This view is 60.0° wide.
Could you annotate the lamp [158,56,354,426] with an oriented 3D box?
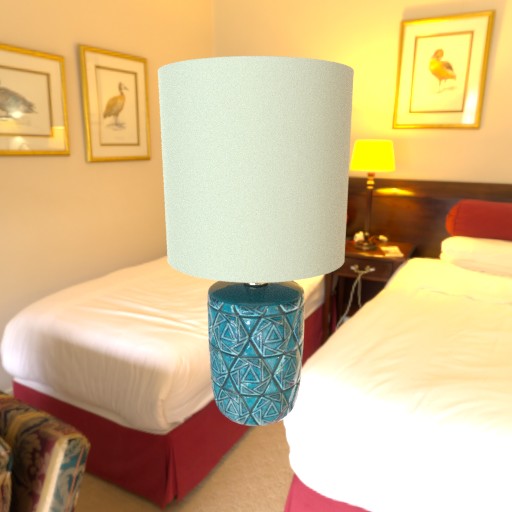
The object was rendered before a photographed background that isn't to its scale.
[{"bbox_3d":[0.000,0.000,0.492,0.193,0.377,0.193,-2,15,-8],"label":"lamp"}]
